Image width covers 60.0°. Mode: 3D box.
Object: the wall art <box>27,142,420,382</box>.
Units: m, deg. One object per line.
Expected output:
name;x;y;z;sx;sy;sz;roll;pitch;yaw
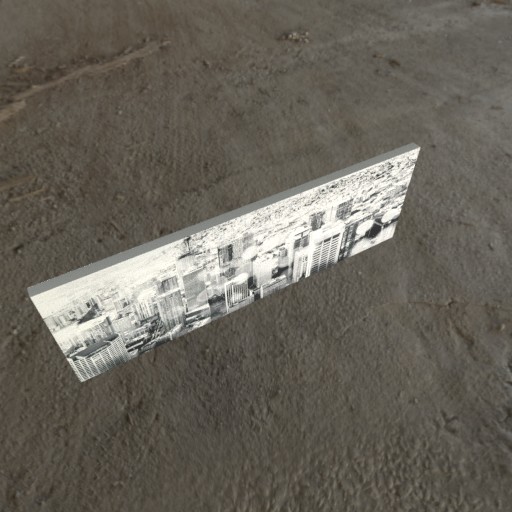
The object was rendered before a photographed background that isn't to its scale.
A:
wall art;0.000;0.000;1.725;1.520;0.507;0.044;-23;51;-20
